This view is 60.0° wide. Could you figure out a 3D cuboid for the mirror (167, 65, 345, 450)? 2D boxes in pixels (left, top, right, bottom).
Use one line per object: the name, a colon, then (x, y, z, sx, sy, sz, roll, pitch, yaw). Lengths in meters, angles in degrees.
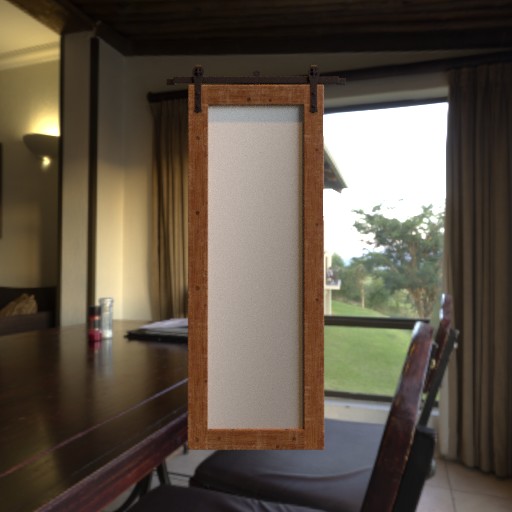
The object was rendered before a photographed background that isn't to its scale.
mirror: (0.000, 0.000, 2.074, 0.847, 1.793, 0.042, 0, -1, 0)
